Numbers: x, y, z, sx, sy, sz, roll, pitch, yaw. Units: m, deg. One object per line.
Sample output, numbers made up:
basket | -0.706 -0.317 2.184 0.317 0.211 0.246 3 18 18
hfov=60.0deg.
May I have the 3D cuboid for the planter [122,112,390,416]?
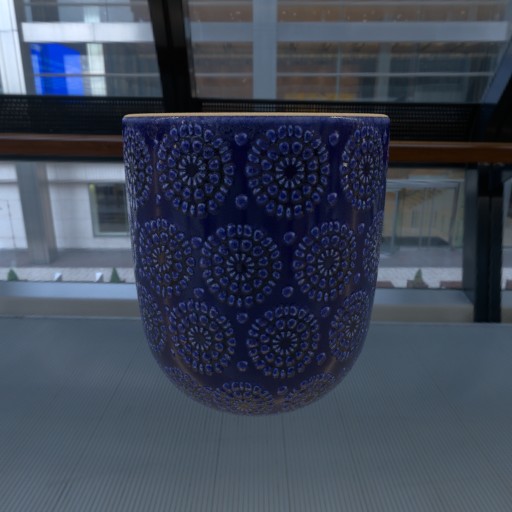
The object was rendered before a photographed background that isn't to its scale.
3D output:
planter | 0.000 0.000 0.341 0.184 0.206 0.184 0 17 0
